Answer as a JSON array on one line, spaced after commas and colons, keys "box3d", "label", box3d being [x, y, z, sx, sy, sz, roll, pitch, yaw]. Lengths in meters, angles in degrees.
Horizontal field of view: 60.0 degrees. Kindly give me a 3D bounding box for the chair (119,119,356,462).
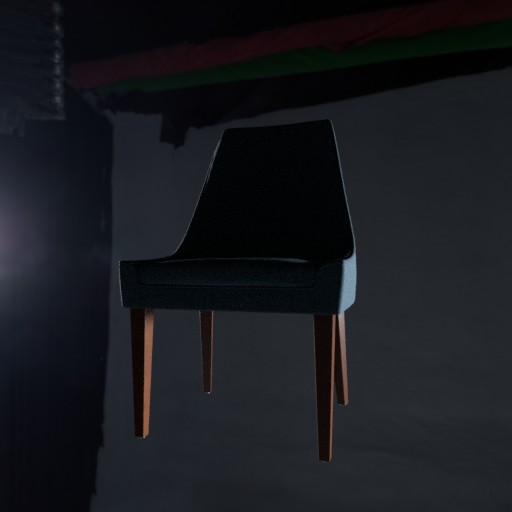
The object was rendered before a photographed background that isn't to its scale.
[{"box3d": [0.000, 0.000, 1.211, 0.529, 0.861, 0.544, 0, -1, 17], "label": "chair"}]
